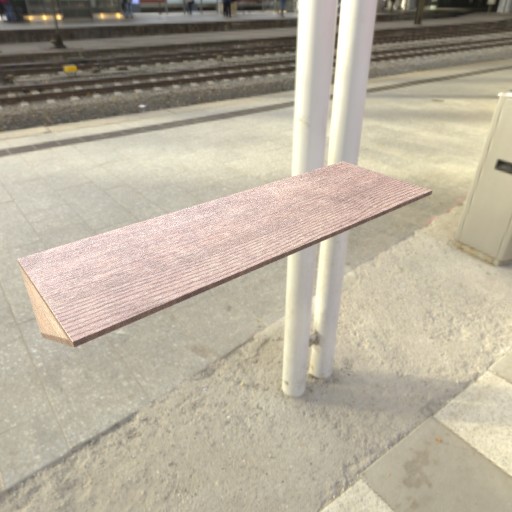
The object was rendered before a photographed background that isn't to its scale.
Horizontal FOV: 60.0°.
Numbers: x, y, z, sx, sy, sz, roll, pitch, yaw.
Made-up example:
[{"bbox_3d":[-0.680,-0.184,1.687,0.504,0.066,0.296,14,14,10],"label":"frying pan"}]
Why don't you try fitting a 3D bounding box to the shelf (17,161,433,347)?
[{"bbox_3d":[0.000,0.000,0.686,0.610,0.125,0.200,-22,37,-33],"label":"shelf"}]
